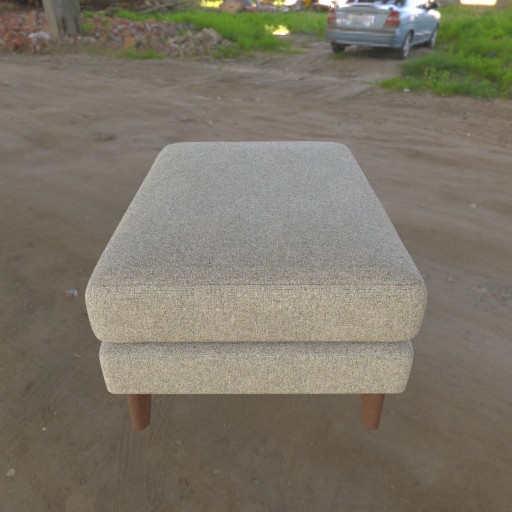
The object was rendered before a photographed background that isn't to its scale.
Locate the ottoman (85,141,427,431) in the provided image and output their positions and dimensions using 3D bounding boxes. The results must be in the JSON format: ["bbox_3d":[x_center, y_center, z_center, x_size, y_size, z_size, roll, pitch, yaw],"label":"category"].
[{"bbox_3d":[0.000,0.000,1.193,0.611,0.441,0.821,0,32,0],"label":"ottoman"}]
